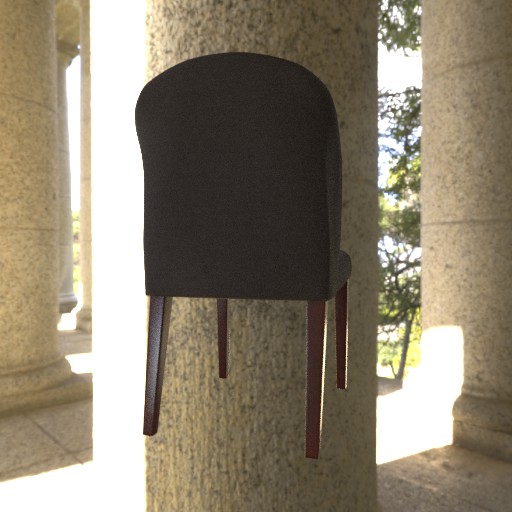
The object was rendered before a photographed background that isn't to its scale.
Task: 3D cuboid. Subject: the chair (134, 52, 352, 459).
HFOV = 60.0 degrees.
[{"bbox_3d":[0.000,0.000,1.253,0.506,0.879,0.619,0,0,17],"label":"chair"}]
